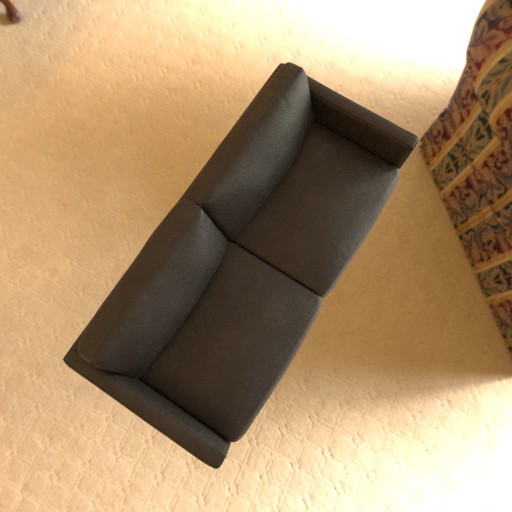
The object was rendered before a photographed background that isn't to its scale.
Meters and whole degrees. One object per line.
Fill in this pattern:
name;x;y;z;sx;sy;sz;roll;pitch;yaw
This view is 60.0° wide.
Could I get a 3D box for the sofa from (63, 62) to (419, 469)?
sofa;0.000;0.000;2.456;0.933;0.863;1.971;32;78;8
